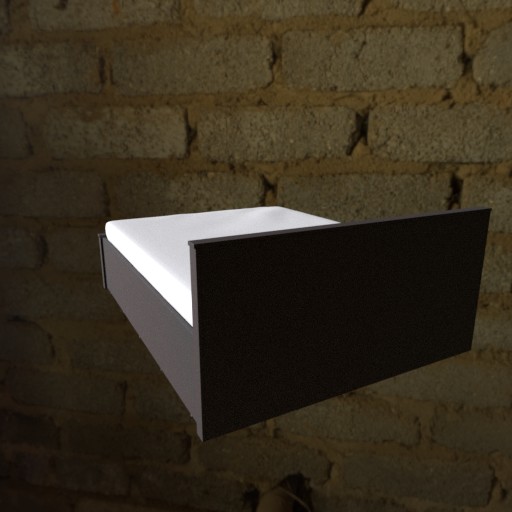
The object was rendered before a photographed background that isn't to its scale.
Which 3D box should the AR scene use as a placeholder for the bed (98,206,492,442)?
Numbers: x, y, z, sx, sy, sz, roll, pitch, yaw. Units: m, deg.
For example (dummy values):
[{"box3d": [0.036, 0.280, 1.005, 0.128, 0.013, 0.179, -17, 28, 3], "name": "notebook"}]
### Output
[{"box3d": [0.000, 0.000, 2.912, 1.634, 0.808, 2.103, -8, 17, -27], "name": "bed"}]
